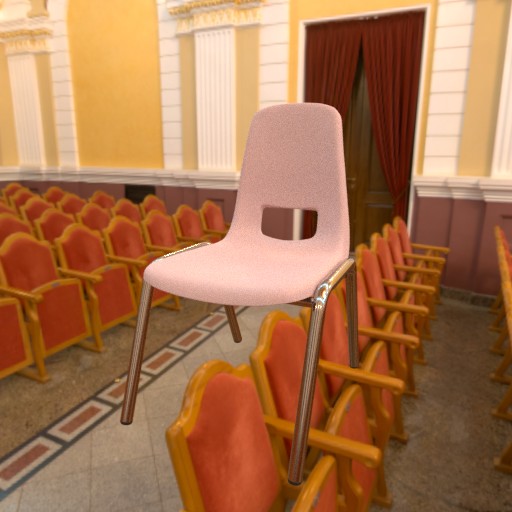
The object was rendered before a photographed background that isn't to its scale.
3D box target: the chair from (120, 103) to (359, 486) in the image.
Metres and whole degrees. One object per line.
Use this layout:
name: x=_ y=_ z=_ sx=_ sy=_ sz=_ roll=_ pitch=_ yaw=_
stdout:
chair: x=0.000 y=0.000 z=0.848 sx=0.354 sy=0.586 sz=0.423 roll=7 pitch=15 yaw=26
